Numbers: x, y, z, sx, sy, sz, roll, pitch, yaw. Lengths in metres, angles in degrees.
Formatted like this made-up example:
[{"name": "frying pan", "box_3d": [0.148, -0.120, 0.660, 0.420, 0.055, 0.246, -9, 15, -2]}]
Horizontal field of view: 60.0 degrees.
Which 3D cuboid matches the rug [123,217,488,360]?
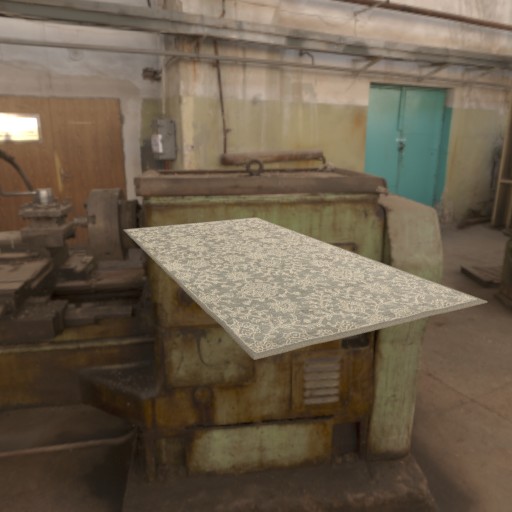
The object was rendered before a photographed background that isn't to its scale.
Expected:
[{"name": "rug", "box_3d": [0.000, 0.000, 3.604, 1.546, 0.011, 3.048, -8, 17, -26]}]
